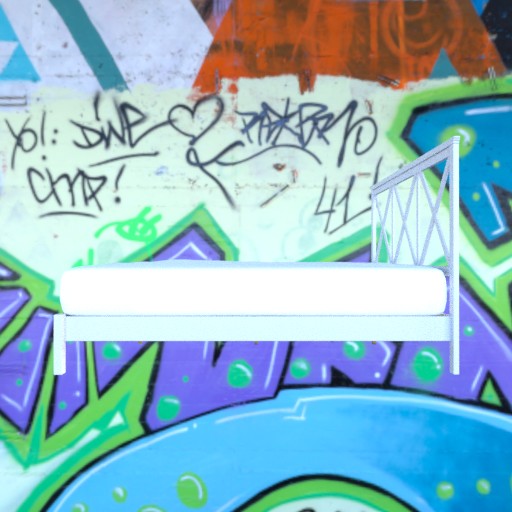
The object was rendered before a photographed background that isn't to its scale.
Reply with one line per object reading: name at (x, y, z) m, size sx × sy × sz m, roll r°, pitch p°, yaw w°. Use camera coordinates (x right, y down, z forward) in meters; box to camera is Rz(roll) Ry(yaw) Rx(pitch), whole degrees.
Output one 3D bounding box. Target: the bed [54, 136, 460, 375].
bed at (0.000, 0.000, 3.152) m, size 2.135 × 1.253 × 1.673 m, roll 0°, pitch 0°, yaw 0°
